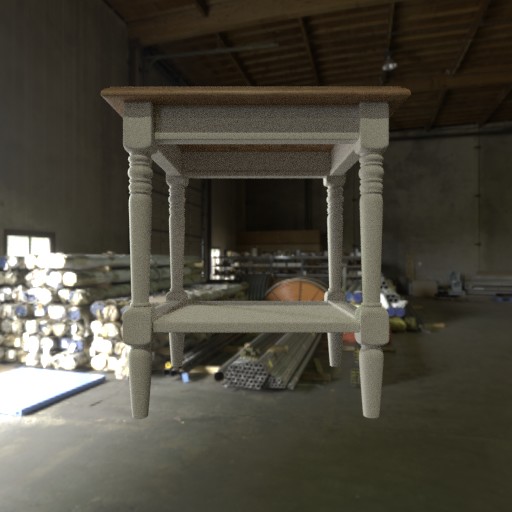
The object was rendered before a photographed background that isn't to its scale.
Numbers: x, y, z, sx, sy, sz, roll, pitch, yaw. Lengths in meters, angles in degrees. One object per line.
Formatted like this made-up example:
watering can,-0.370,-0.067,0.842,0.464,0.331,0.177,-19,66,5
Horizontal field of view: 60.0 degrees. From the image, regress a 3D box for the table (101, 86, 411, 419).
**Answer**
table,0.000,0.000,0.953,0.508,0.561,0.457,0,0,0
